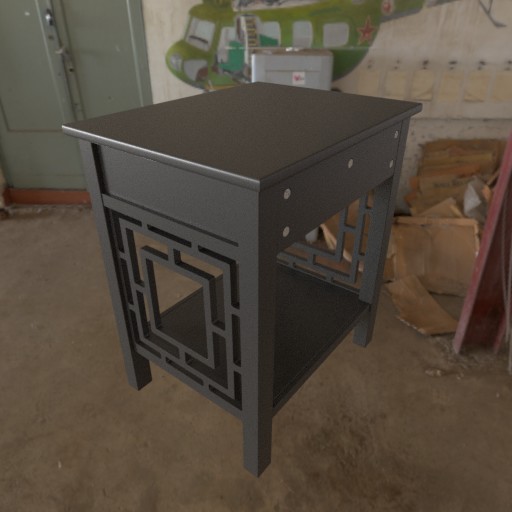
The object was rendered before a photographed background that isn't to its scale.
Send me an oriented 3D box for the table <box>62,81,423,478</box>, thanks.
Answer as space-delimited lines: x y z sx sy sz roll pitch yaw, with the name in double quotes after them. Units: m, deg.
0.000 0.000 1.021 0.451 0.646 0.564 22 37 32 "table"
